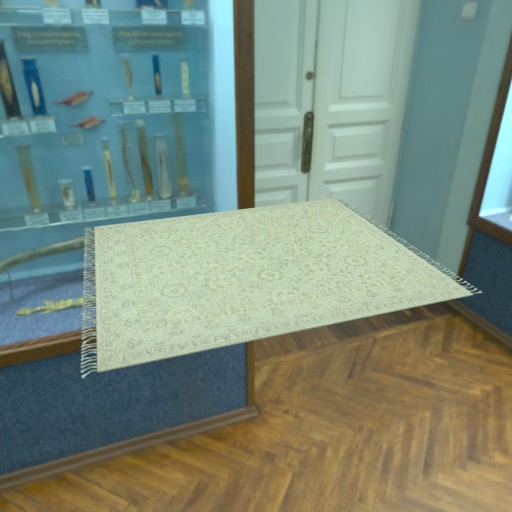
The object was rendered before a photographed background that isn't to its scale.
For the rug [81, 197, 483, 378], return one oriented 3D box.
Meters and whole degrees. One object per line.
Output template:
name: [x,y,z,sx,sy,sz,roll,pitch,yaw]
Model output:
rug: [0.000,0.000,4.128,3.043,0.013,2.444,-9,28,-16]
